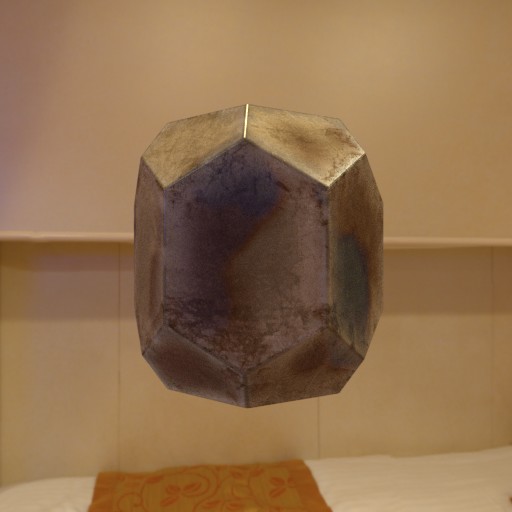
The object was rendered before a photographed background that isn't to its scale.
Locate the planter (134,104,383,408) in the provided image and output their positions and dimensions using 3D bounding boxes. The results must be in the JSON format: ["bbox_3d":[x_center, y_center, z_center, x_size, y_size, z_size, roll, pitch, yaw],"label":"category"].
[{"bbox_3d":[0.000,0.000,0.432,0.221,0.238,0.243,0,0,34],"label":"planter"}]
